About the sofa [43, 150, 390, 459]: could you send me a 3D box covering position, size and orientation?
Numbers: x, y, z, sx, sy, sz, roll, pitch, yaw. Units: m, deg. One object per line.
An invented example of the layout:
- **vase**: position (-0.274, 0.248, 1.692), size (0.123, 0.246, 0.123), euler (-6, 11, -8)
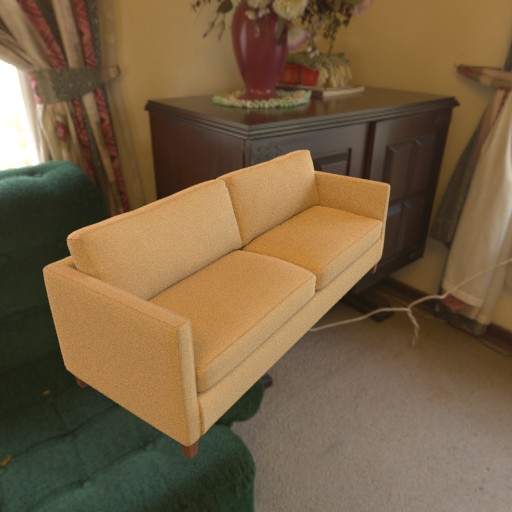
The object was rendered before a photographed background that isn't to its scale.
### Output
- **sofa**: position (0.000, 0.000, 2.898), size (0.951, 0.968, 2.361), euler (17, 31, 31)
